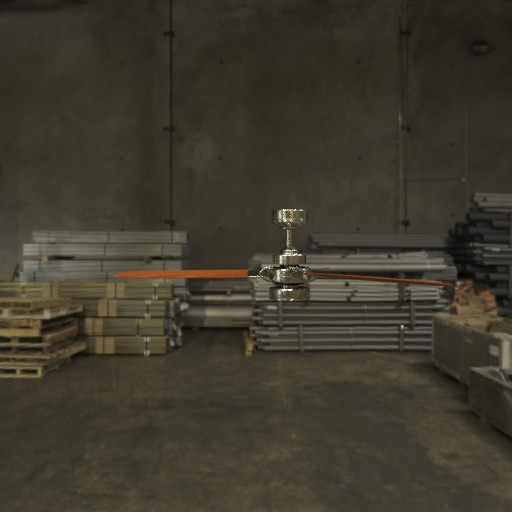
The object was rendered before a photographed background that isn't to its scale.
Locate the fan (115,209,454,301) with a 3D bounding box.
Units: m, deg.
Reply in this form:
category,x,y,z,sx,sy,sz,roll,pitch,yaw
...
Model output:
category,x,y,z,sx,sy,sz,roll,pitch,yaw
fan,0.000,0.000,2.072,1.271,0.410,1.416,0,0,0
